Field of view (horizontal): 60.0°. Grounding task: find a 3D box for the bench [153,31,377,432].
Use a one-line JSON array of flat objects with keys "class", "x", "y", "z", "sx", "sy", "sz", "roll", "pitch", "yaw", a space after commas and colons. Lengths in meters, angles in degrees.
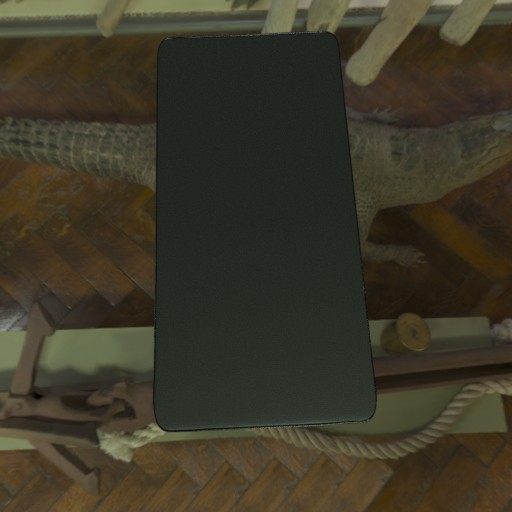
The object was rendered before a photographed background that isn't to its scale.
[{"class": "bench", "x": 0.000, "y": 0.000, "z": 0.913, "sx": 0.300, "sy": 0.561, "sz": 0.600, "roll": -3, "pitch": 76, "yaw": -1}]
